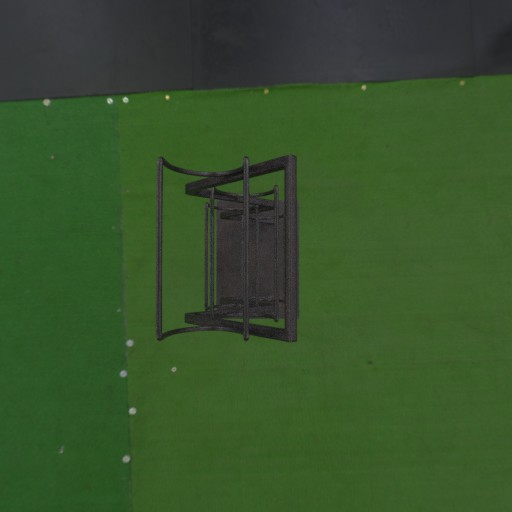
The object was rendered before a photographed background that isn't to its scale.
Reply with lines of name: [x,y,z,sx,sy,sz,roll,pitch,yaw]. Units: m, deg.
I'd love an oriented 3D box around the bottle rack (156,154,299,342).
bottle rack: [0.000,0.000,0.684,0.178,0.559,0.254,0,88,1]
